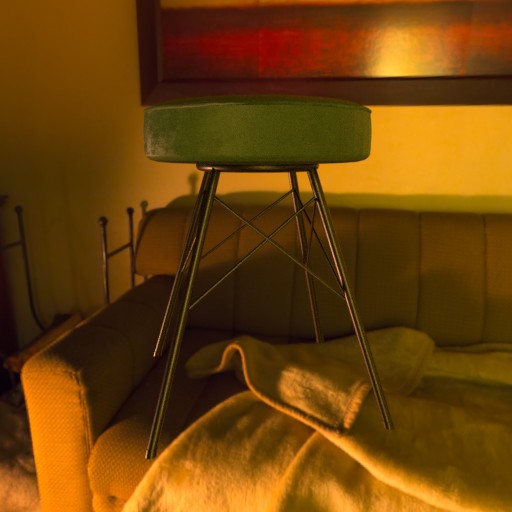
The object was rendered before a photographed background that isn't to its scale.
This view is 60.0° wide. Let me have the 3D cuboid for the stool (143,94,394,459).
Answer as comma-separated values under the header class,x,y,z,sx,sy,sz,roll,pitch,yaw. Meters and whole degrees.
class,x,y,z,sx,sy,sz,roll,pitch,yaw
stool,0.000,0.000,0.913,0.457,0.595,0.430,-2,13,-10
